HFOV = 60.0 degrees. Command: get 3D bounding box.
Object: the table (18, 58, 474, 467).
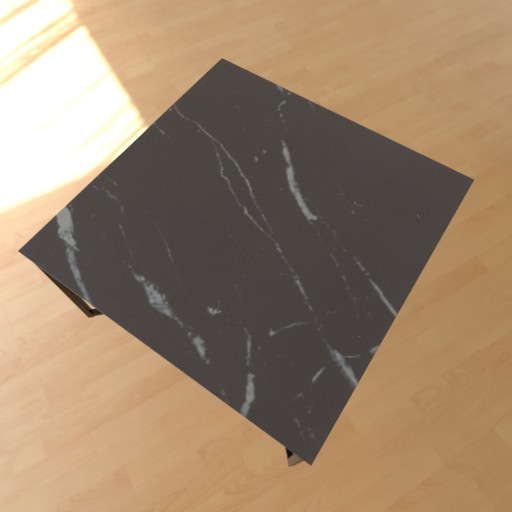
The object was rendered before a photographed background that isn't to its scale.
[{"bbox_3d":[0.000,0.000,1.281,0.800,0.450,0.800,31,67,15],"label":"table"}]
